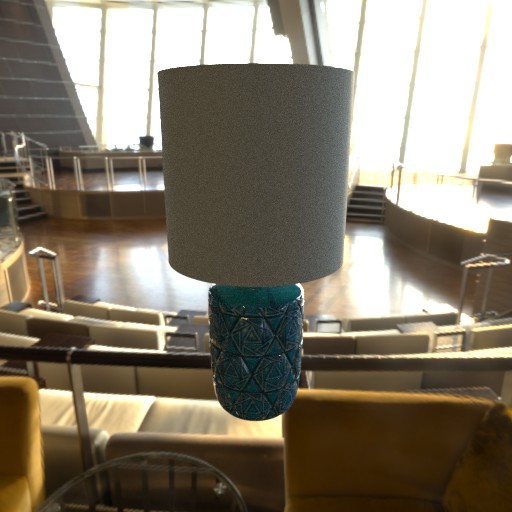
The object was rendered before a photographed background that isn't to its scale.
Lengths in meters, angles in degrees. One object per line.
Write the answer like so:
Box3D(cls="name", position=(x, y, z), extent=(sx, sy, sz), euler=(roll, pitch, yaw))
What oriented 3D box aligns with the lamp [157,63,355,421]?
Box3D(cls="lamp", position=(0.000, 0.000, 0.496), extent=(0.193, 0.377, 0.193), euler=(-3, 17, -9))
